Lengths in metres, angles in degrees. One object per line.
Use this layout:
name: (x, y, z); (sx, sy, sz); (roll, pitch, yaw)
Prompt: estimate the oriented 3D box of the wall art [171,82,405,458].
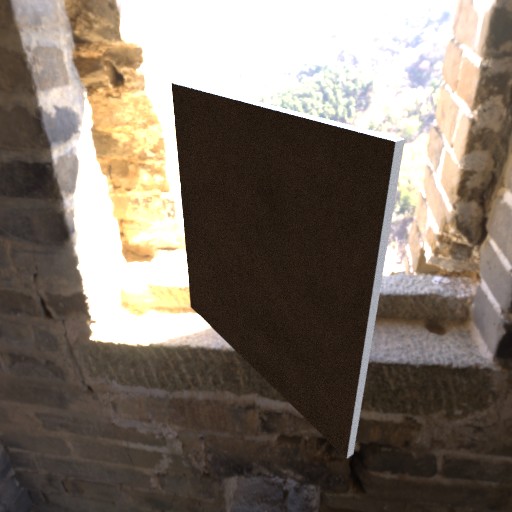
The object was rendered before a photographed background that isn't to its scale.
wall art: (0.000, 0.000, 0.998); (0.020, 0.661, 0.664); (-20, 35, -31)
